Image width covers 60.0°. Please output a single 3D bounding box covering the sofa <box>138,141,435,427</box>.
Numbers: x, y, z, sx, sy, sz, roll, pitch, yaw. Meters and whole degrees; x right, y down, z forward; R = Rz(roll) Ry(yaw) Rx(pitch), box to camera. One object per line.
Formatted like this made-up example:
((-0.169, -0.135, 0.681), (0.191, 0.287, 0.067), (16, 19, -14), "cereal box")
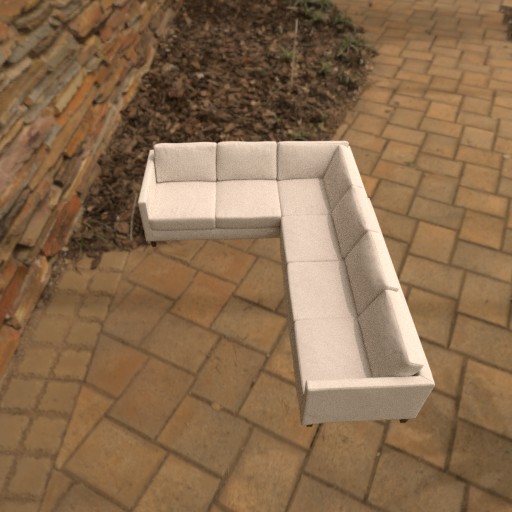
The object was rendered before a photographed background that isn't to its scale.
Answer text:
((0.000, 0.000, 4.392), (2.432, 0.863, 3.182), (-2, 46, -2), "sofa")
